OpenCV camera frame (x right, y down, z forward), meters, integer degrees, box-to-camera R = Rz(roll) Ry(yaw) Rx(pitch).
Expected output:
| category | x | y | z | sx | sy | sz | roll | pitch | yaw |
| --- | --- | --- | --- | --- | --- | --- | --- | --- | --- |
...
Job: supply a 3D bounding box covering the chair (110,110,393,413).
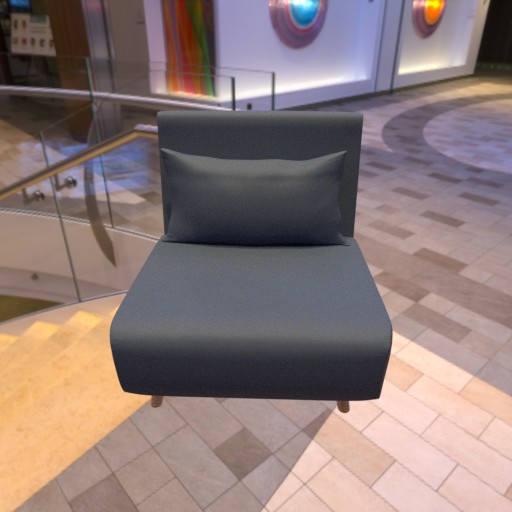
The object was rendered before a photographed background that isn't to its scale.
| category | x | y | z | sx | sy | sz | roll | pitch | yaw |
| --- | --- | --- | --- | --- | --- | --- | --- | --- | --- |
| chair | 0.000 | 0.000 | 1.499 | 0.770 | 0.808 | 0.900 | 1 | 29 | 2 |
